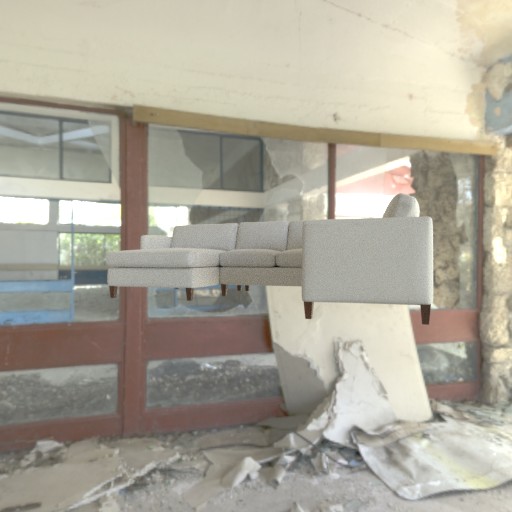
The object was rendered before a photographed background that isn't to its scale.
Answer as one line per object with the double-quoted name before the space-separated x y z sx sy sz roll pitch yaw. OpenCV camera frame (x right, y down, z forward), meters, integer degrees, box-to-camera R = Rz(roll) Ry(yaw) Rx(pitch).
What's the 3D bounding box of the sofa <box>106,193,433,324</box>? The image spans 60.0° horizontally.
"sofa" 0.000 0.000 4.780 3.459 0.956 2.593 0 0 19
